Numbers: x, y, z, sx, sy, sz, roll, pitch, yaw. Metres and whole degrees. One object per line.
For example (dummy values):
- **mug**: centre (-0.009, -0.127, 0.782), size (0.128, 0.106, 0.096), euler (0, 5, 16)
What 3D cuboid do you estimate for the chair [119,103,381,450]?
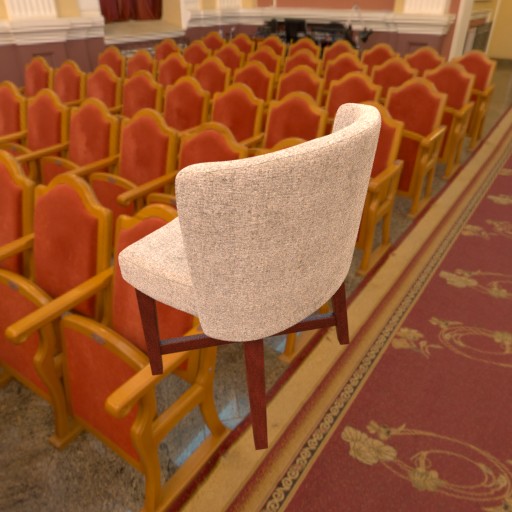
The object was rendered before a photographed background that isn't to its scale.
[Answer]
- **chair**: centre (0.000, 0.000, 1.300), size (0.575, 0.827, 0.728), euler (20, 36, 30)
